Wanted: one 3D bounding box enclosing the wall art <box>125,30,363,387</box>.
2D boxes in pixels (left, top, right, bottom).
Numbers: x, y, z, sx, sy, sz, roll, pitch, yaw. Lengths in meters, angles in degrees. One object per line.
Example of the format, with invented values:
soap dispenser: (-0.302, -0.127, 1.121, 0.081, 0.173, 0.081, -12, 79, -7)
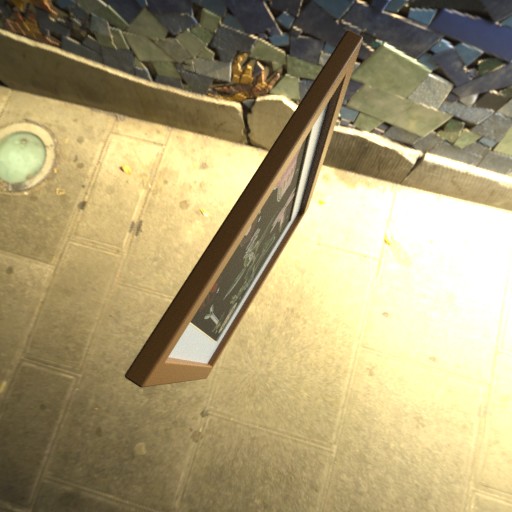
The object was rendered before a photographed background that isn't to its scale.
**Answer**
wall art: (0.000, 0.000, 0.726, 0.021, 0.550, 0.449, 30, 77, 7)
